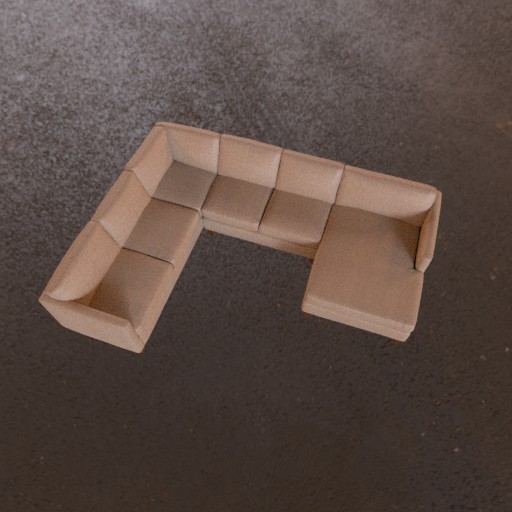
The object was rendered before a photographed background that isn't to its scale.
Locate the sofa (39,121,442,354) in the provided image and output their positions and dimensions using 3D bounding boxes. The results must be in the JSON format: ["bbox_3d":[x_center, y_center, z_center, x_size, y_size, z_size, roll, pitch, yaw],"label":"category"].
[{"bbox_3d":[0.000,0.000,4.682,3.460,0.961,2.594,16,59,10],"label":"sofa"}]
